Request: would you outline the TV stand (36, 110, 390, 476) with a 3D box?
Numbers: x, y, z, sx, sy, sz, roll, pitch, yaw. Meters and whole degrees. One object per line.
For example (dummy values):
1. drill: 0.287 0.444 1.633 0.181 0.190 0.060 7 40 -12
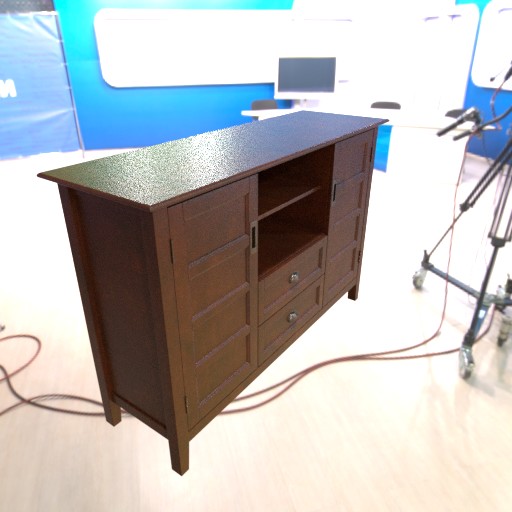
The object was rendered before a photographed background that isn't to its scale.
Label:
1. TV stand: 0.000 0.000 1.757 0.445 0.915 1.372 18 32 32
